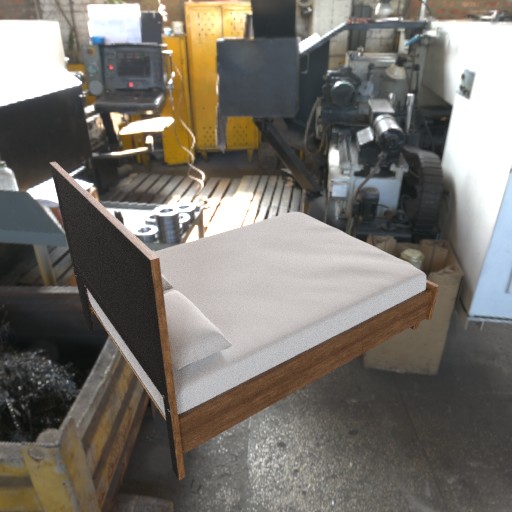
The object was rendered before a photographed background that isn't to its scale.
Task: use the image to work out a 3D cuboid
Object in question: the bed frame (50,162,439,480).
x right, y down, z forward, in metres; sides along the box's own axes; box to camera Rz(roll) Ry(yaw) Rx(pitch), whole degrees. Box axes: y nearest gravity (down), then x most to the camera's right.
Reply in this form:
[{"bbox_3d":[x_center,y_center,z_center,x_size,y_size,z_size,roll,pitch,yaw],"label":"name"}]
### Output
[{"bbox_3d":[0.000,0.000,3.343,2.276,1.417,1.696,-19,34,-31],"label":"bed frame"}]
